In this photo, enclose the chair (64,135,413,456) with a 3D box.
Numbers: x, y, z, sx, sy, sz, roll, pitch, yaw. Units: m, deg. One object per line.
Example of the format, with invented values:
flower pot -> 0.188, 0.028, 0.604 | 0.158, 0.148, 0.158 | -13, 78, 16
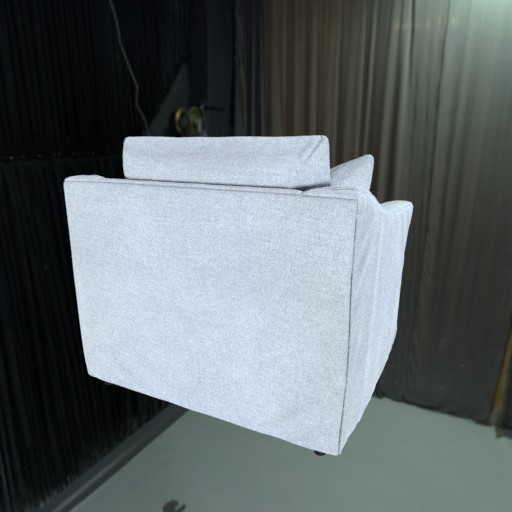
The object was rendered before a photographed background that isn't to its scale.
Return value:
chair -> 0.000, 0.000, 2.010 | 1.194, 1.059, 1.071 | 8, 17, 26
